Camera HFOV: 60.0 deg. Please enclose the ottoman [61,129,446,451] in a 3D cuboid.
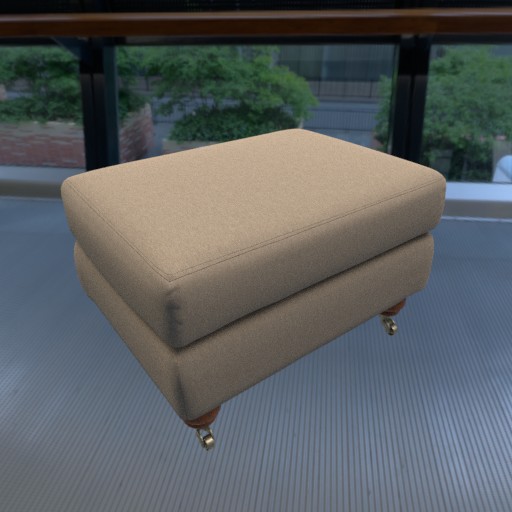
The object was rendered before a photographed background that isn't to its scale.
[{"bbox_3d":[0.000,0.000,1.142,0.773,0.497,0.574,-21,36,-31],"label":"ottoman"}]
